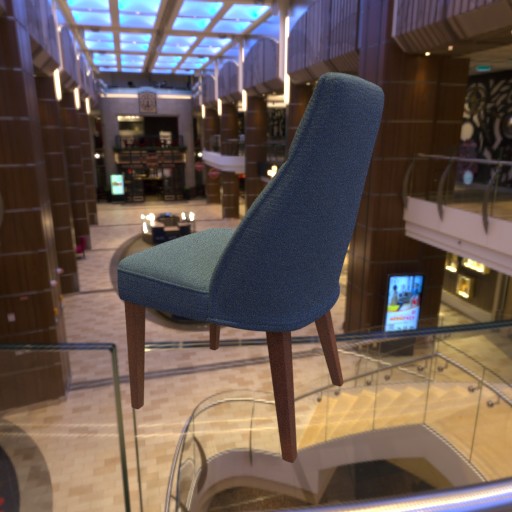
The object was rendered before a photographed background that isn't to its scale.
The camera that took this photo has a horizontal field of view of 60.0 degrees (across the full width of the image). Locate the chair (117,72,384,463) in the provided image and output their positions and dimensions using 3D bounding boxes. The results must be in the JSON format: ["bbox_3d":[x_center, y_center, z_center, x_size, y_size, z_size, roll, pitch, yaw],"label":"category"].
[{"bbox_3d":[0.000,0.000,1.274,0.620,0.930,0.500,8,18,27],"label":"chair"}]
